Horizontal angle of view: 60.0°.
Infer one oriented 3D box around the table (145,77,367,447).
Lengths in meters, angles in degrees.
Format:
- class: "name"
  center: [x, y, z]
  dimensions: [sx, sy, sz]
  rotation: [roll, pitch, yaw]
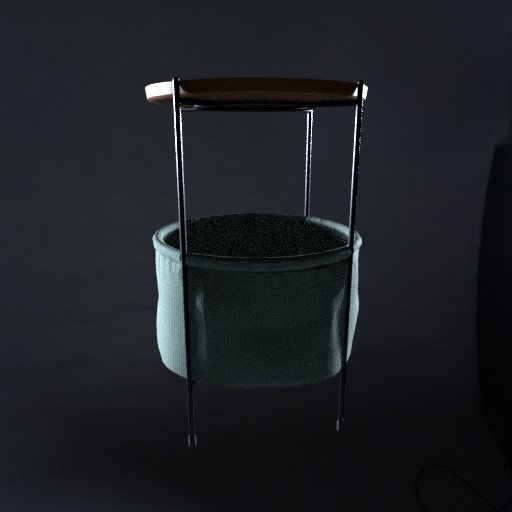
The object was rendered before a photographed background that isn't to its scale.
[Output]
- class: "table"
  center: [0.000, 0.000, 0.875]
  dimensions: [0.400, 0.623, 0.400]
  rotation: [-2, 16, -9]
